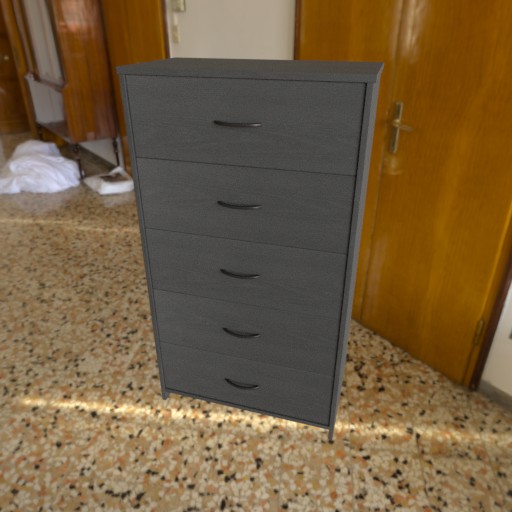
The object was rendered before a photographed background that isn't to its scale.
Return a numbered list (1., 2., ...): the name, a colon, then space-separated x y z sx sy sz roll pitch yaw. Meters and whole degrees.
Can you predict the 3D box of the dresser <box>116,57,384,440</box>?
1. dresser: 0.000 0.000 1.578 0.704 1.255 0.399 8 29 15
